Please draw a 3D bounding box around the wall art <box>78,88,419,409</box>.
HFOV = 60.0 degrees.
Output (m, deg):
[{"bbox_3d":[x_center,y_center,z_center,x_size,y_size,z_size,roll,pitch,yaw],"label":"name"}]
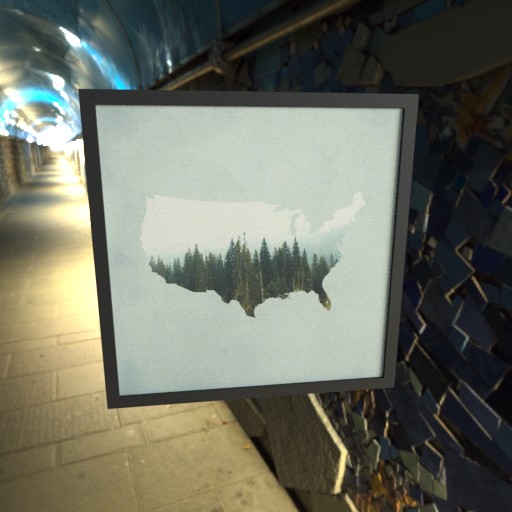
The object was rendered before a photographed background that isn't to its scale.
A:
[{"bbox_3d":[0.000,0.000,1.096,0.763,0.763,0.038,-2,14,-8],"label":"wall art"}]
